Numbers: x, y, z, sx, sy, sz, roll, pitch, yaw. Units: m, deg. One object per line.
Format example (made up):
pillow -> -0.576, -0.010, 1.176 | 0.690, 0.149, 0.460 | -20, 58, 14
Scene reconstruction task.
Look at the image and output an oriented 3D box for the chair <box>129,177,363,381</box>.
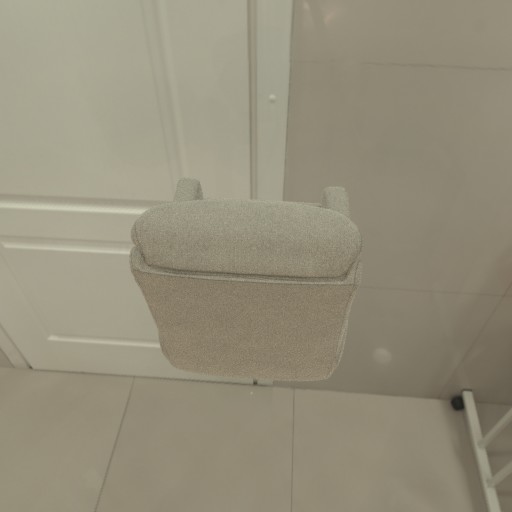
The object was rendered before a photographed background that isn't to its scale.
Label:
chair -> 0.000, 0.000, 1.761 | 0.794, 1.021, 0.940 | 3, 46, 3
